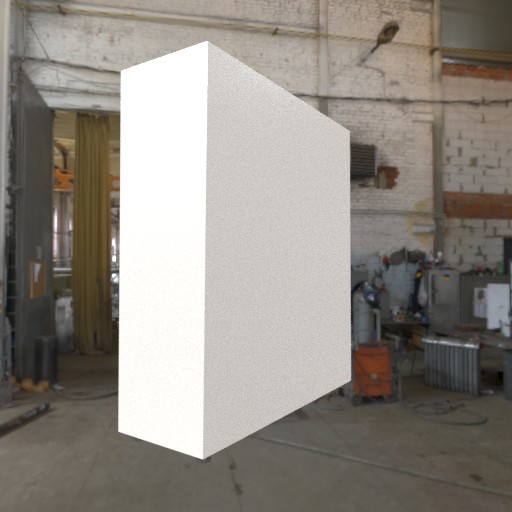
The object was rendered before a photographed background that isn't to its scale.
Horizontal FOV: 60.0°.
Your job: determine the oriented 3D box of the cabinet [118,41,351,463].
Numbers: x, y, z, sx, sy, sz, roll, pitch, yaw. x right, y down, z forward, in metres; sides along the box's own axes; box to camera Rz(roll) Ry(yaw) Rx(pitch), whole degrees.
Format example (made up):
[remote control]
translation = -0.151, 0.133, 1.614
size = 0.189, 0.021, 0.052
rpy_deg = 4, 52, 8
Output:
[cabinet]
translation = 0.000, 0.000, 1.688
size = 0.348, 1.150, 0.990
rpy_deg = -1, -2, 35
